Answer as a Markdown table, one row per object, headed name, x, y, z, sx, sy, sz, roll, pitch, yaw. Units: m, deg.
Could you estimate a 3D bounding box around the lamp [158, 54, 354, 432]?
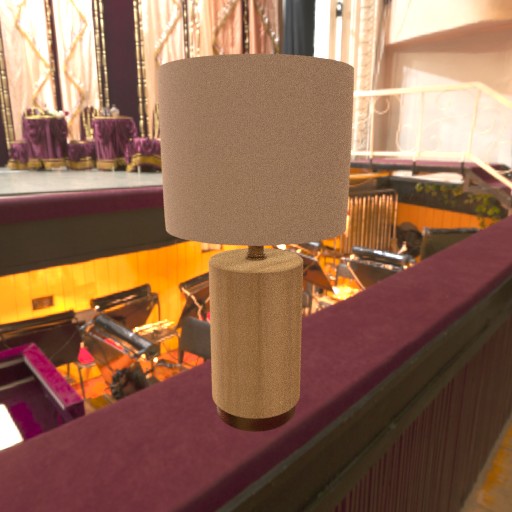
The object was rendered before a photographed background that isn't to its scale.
| name | x | y | z | sx | sy | sz | roll | pitch | yaw |
| --- | --- | --- | --- | --- | --- | --- | --- | --- | --- |
| lamp | 0.000 | 0.000 | 0.575 | 0.228 | 0.444 | 0.228 | -13 | 20 | -42 |
